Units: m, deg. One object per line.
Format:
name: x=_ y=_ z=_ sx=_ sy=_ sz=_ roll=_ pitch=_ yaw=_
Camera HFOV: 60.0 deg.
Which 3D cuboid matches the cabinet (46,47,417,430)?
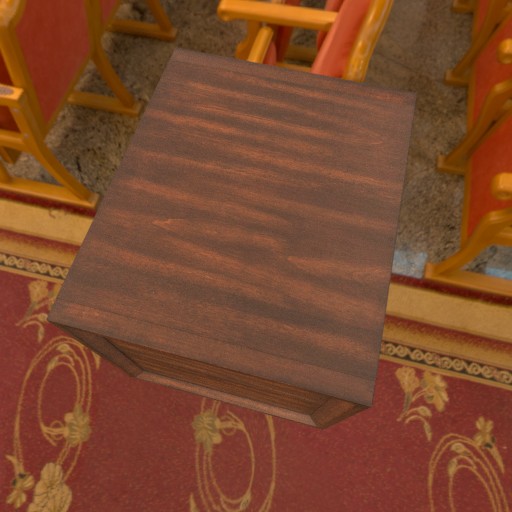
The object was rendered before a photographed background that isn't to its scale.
cabinet: x=0.000 y=0.000 z=0.829 sx=0.402 sy=0.455 sz=0.500 roll=13 pitch=66 yaw=6
